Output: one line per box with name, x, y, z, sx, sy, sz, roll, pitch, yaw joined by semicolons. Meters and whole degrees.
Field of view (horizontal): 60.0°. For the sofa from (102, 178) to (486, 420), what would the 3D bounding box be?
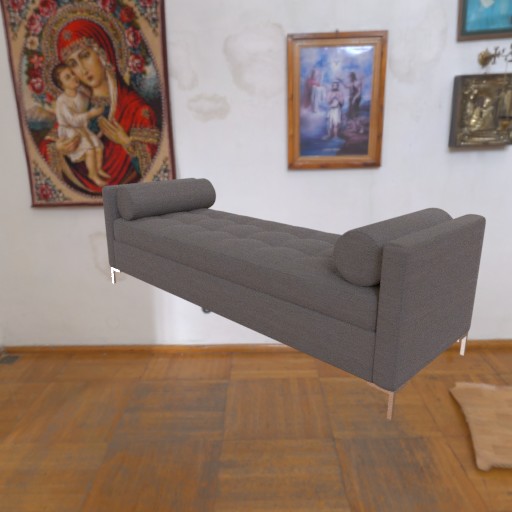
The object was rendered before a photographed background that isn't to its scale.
sofa;0.000;0.000;2.323;0.686;0.635;1.981;-16;22;-43
